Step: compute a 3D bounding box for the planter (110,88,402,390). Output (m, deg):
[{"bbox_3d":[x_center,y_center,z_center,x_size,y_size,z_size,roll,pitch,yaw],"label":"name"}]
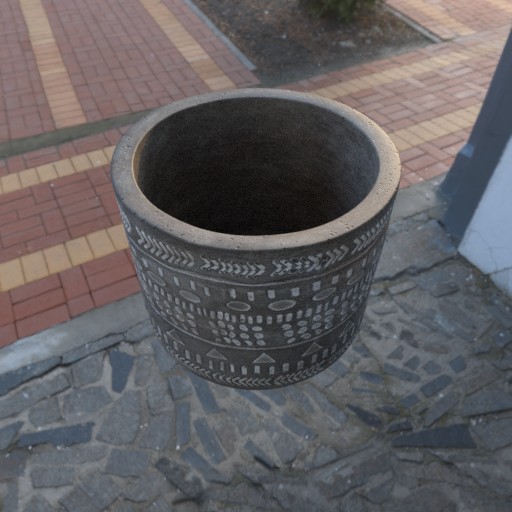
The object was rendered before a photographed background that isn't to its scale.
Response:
[{"bbox_3d":[0.000,0.000,0.232,0.122,0.128,0.122,0,46,0],"label":"planter"}]
